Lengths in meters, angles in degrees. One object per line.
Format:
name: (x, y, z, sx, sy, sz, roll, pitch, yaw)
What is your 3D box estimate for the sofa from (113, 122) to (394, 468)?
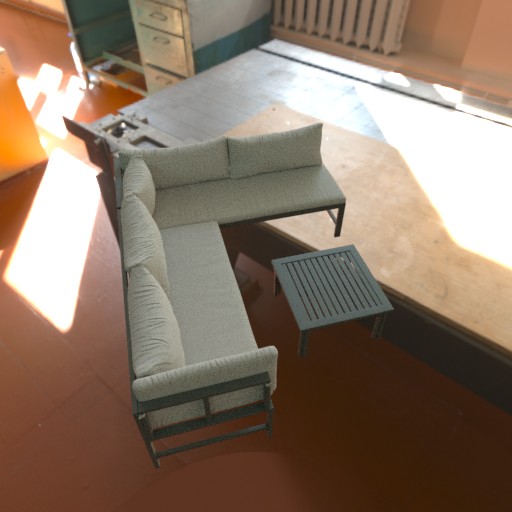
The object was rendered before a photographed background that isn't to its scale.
sofa: (0.000, 0.000, 2.942, 1.658, 0.758, 2.096, -11, 46, -11)
